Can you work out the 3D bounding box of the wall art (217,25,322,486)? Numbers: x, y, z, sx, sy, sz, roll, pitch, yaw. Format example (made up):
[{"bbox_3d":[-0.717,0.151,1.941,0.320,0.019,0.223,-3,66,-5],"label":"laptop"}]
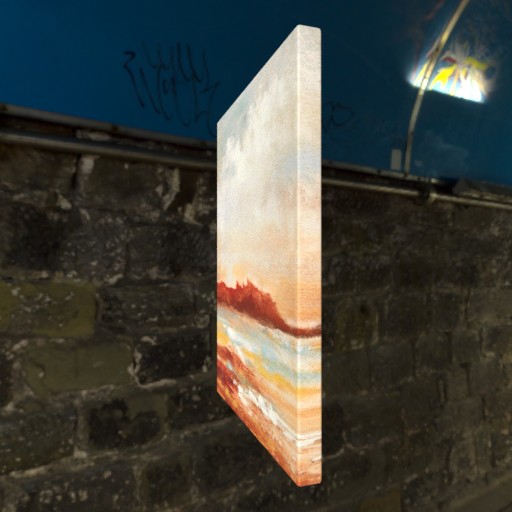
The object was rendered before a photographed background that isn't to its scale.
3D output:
[{"bbox_3d":[0.000,0.000,0.792,0.035,0.605,0.443,0,-1,-19],"label":"wall art"}]
